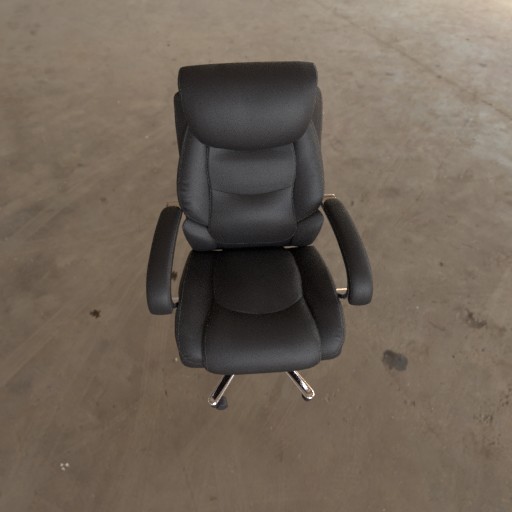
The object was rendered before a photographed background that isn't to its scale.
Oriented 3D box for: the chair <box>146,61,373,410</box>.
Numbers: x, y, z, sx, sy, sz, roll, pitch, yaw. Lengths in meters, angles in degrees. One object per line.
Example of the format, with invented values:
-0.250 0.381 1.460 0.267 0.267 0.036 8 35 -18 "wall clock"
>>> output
0.000 0.000 1.708 0.755 1.183 0.790 -3 46 -3 "chair"
